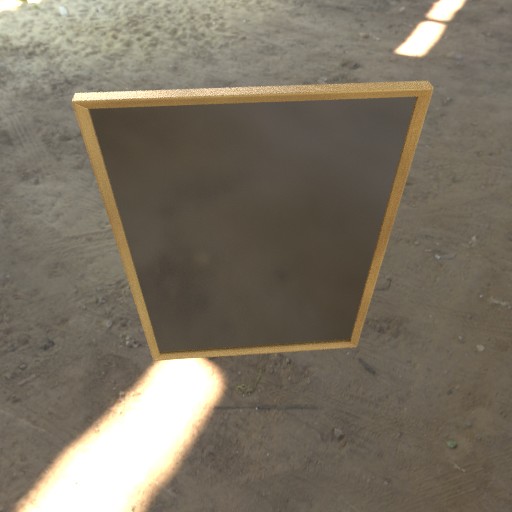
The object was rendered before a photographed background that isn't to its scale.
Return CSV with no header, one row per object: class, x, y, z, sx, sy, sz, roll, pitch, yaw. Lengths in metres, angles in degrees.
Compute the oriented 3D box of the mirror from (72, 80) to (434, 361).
mirror,0.000,0.000,1.308,0.762,1.016,0.041,-3,46,-3
